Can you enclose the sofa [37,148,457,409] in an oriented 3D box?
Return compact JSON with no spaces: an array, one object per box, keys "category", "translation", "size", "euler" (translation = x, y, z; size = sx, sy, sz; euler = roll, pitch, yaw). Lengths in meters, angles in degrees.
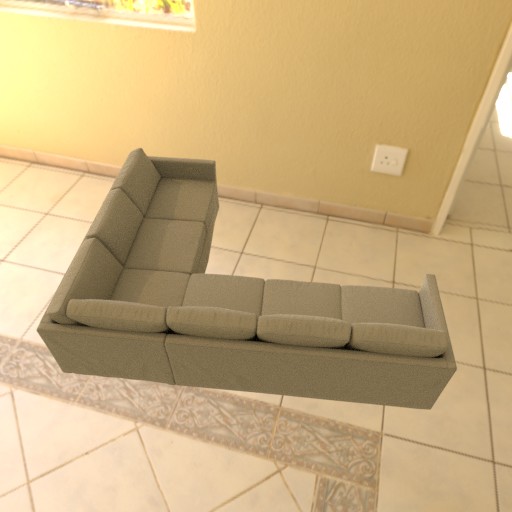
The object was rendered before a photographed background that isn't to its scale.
[{"category":"sofa","translation":[0.000,0.000,4.303],"size":[3.182,0.871,2.432],"euler":[4,46,4]}]
